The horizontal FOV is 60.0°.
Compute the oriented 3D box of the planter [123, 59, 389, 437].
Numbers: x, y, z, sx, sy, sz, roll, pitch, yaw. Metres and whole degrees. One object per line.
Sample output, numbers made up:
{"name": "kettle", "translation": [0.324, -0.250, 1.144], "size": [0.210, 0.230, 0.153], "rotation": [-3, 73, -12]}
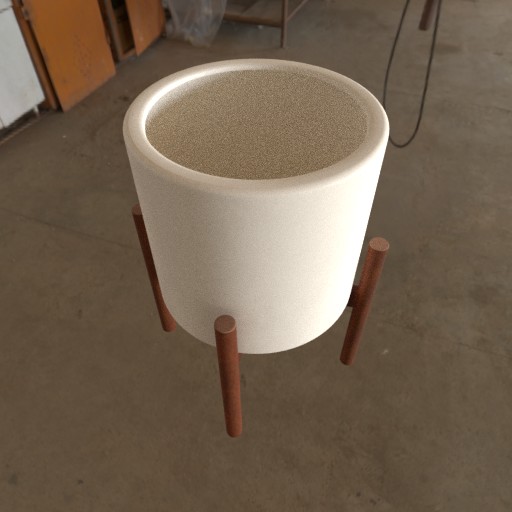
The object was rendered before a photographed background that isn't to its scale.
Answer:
{"name": "planter", "translation": [0.000, 0.000, 0.507], "size": [0.224, 0.358, 0.224], "rotation": [-25, 51, -22]}
